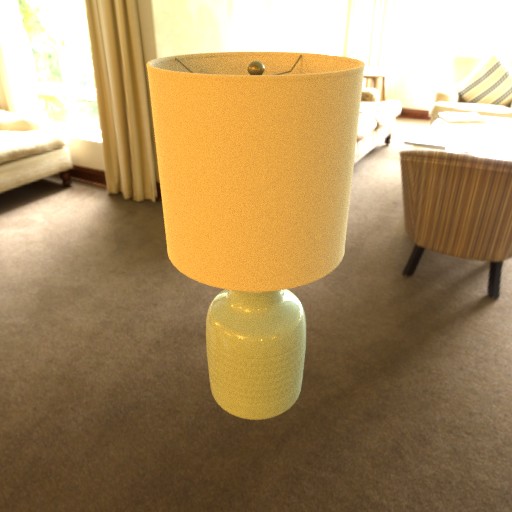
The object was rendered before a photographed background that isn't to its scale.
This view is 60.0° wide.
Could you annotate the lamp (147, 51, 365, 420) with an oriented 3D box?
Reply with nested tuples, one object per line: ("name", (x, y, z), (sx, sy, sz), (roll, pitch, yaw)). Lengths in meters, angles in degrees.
("lamp", (0.000, 0.000, 1.077), (0.418, 0.871, 0.418), (-10, 31, -18))
